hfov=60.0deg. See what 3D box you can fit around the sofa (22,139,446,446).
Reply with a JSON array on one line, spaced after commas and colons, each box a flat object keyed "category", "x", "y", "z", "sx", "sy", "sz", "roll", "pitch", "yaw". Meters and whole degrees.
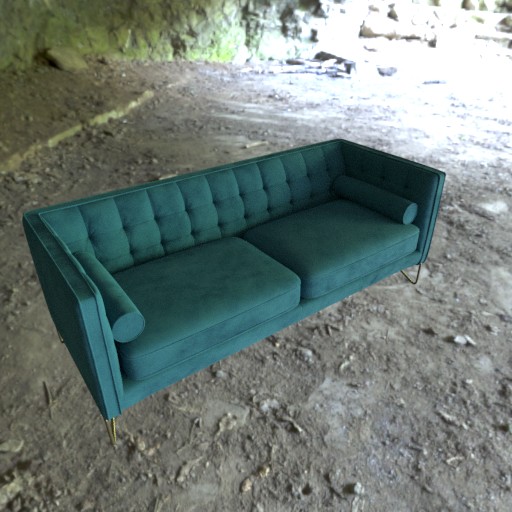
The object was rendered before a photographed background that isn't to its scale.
[{"category": "sofa", "x": 0.000, "y": 0.000, "z": 2.450, "sx": 2.087, "sy": 0.789, "sz": 0.867, "roll": -21, "pitch": 36, "yaw": -30}]
